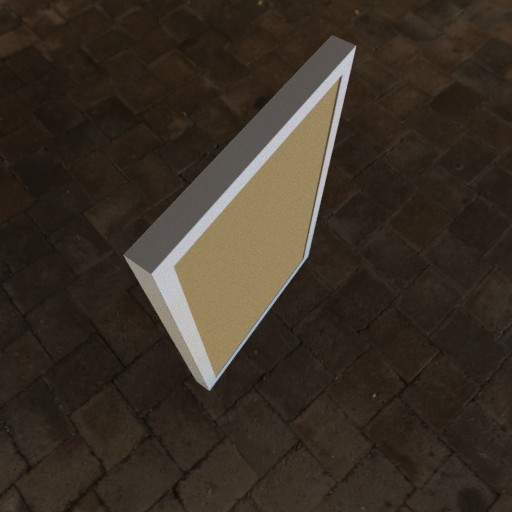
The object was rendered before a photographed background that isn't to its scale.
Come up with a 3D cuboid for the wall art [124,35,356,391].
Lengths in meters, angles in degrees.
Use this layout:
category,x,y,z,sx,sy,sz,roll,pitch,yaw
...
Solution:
category,x,y,z,sx,sy,sz,roll,pitch,yaw
wall art,0.000,0.000,0.787,0.038,0.611,0.408,32,67,15
